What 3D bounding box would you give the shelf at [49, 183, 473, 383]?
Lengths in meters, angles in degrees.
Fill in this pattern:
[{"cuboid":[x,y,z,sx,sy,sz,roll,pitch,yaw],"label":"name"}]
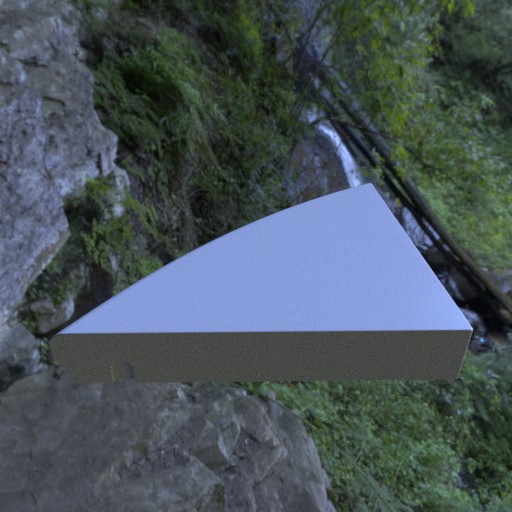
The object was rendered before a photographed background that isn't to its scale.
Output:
[{"cuboid":[0.000,0.000,0.465,0.310,0.050,0.310,-1,30,-1],"label":"shelf"}]
